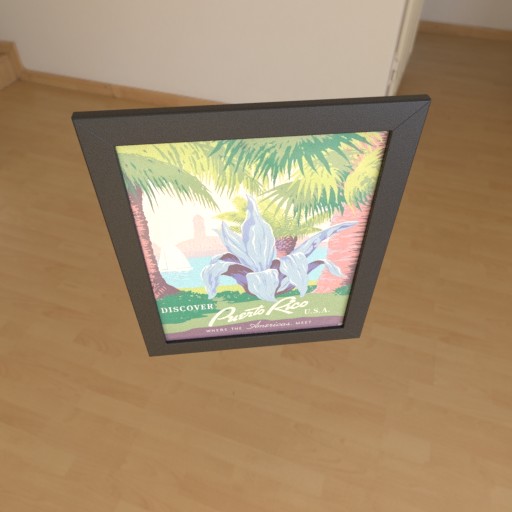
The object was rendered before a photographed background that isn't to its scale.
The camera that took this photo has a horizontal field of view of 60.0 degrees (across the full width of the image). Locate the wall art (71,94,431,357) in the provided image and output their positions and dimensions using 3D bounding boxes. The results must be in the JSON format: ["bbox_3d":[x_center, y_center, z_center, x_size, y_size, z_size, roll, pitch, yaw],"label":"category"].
[{"bbox_3d":[0.000,0.000,0.803,0.481,0.582,0.018,-4,46,-4],"label":"wall art"}]
